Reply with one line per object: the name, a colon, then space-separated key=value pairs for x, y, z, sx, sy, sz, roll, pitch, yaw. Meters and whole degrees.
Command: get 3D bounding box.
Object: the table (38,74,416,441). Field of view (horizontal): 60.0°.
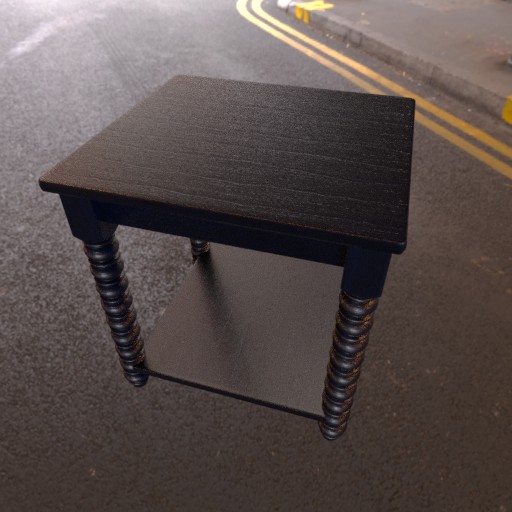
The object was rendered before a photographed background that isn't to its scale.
table: x=0.000 y=0.000 z=0.960 sx=0.533 sy=0.567 sz=0.500 roll=11 pitch=41 yaw=13
